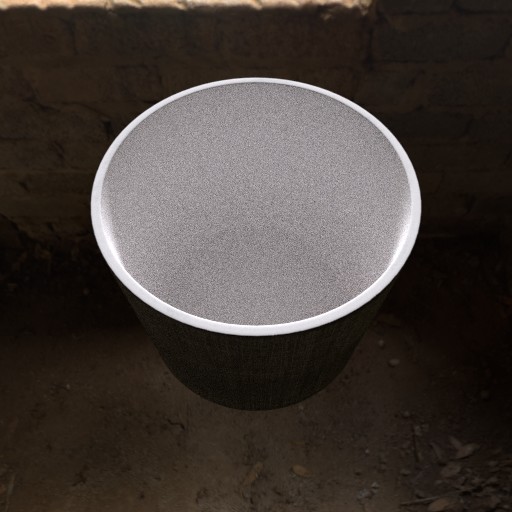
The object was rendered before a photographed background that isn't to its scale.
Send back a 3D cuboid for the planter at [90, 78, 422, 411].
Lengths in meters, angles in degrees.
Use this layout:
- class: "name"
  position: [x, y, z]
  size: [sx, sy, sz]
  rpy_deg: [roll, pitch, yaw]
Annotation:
- class: "planter"
  position: [0.000, 0.000, 0.440]
  size: [0.254, 0.221, 0.254]
  rpy_deg: [0, 59, 0]
